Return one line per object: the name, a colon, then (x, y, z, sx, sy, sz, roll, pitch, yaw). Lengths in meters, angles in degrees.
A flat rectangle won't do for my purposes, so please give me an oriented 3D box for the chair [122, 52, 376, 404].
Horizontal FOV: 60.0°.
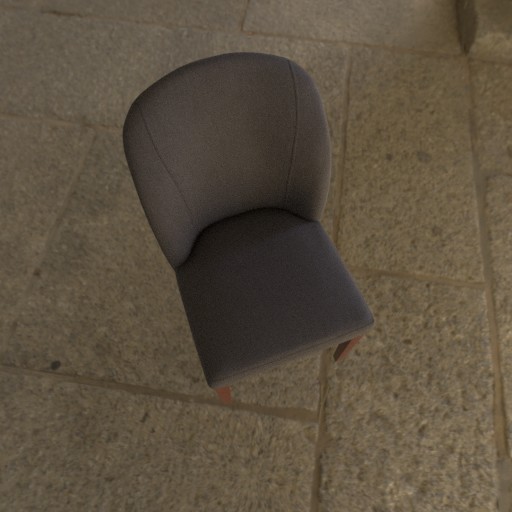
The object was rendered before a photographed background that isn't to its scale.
chair: (0.000, 0.000, 1.273, 0.506, 0.879, 0.619, -18, 65, -9)
